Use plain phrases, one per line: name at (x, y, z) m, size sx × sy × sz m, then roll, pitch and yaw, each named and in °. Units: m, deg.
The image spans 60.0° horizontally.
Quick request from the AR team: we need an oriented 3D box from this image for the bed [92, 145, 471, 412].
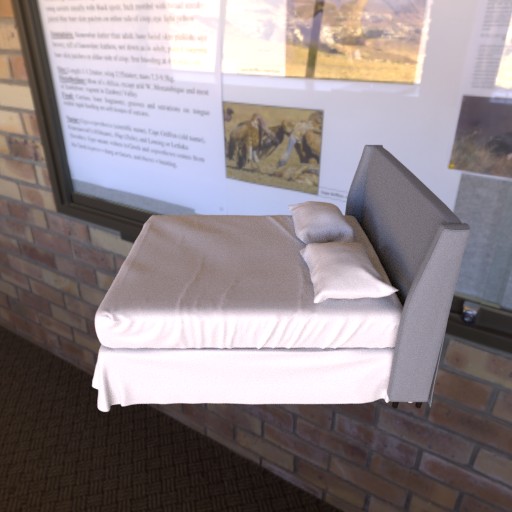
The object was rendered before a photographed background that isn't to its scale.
bed at (0.000, 0.000, 3.444) m, size 2.276 × 1.332 × 1.925 m, roll 0°, pitch 27°, yaw 0°
